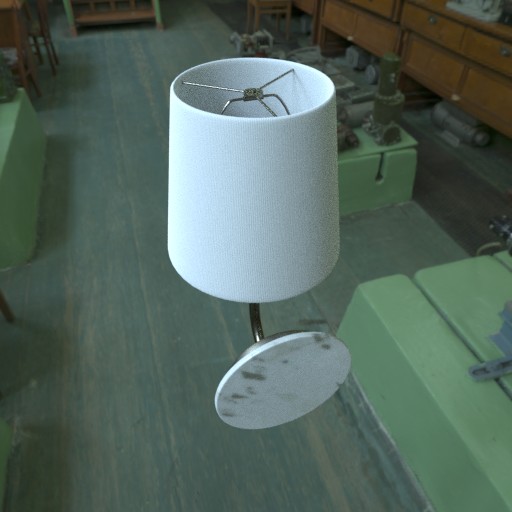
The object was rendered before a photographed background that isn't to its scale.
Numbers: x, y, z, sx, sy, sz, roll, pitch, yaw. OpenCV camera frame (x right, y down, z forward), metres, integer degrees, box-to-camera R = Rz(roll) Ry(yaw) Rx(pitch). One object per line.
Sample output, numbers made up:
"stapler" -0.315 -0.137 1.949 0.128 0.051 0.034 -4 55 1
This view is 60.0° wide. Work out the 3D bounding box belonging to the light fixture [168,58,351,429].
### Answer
"light fixture" 0.000 0.000 0.445 0.168 0.337 0.188 -13 42 -14
